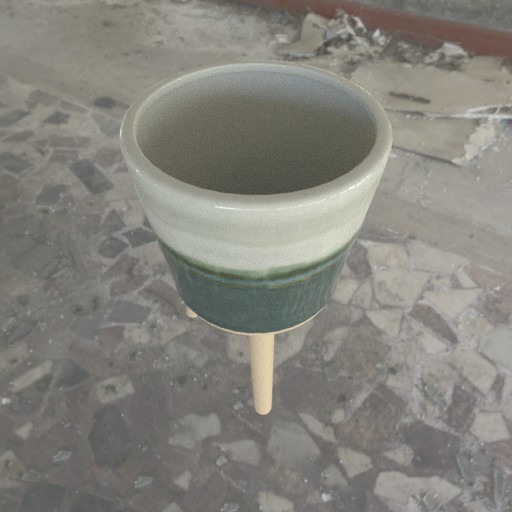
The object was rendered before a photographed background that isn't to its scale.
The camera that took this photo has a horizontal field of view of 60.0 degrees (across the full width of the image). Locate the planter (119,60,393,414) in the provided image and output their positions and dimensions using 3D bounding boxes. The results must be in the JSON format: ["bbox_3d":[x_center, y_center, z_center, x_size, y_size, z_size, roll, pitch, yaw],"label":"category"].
[{"bbox_3d":[0.000,0.000,0.478,0.217,0.331,0.217,-17,50,-15],"label":"planter"}]
